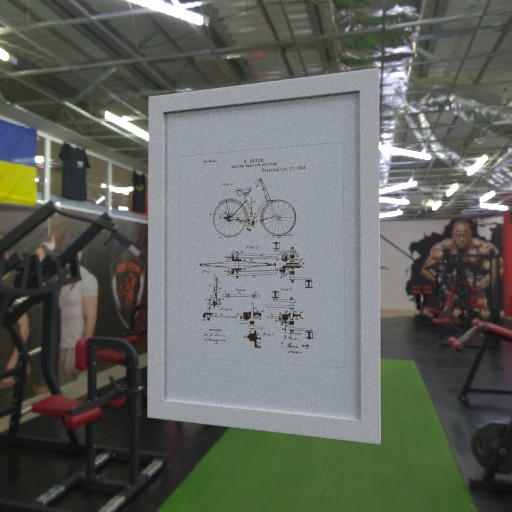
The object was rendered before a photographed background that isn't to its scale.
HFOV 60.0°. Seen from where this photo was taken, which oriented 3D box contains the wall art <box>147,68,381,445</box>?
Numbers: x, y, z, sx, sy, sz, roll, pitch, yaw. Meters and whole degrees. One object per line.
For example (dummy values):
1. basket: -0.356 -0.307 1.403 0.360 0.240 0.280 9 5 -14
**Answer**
1. wall art: 0.000 0.000 0.617 0.332 0.477 0.015 0 -1 17
